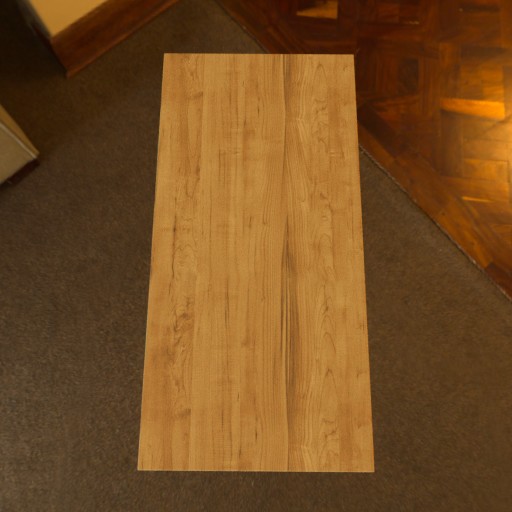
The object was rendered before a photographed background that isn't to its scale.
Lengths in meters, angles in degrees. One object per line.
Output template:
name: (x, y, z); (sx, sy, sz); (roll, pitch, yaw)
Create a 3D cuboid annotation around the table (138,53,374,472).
table: (0.000, 0.000, 1.418); (0.590, 0.400, 1.180); (0, 77, 0)
